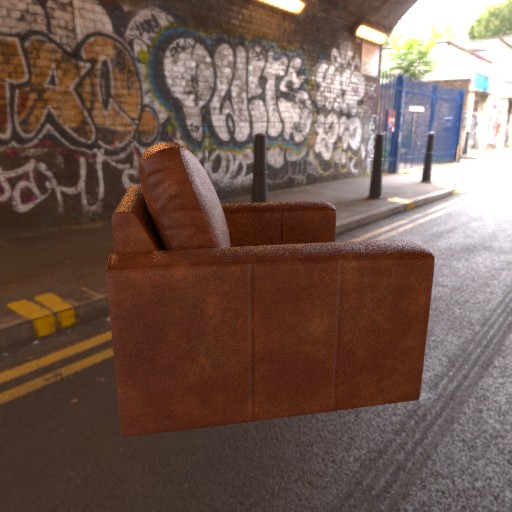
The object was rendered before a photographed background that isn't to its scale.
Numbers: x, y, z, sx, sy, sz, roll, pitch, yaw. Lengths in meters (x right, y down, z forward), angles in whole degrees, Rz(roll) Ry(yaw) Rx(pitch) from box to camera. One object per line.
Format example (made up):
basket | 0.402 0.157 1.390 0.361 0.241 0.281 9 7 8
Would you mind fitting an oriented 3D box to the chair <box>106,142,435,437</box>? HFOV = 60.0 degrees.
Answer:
chair | 0.000 0.000 1.769 1.016 0.873 1.005 -3 16 -11
